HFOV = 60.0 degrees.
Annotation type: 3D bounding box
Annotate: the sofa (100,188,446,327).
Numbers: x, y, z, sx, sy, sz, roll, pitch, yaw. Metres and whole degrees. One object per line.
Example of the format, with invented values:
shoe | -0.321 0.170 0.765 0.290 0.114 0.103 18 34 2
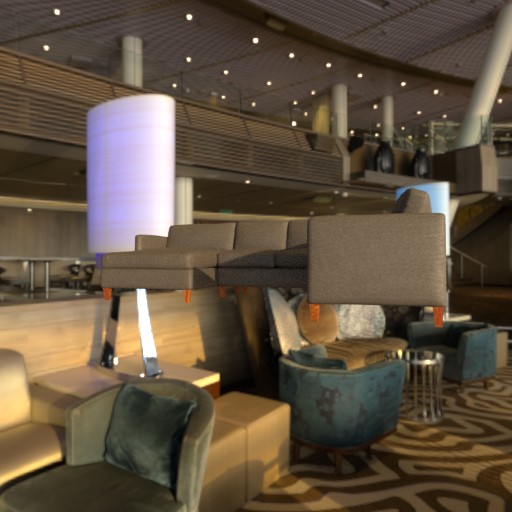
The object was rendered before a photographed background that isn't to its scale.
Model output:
sofa | 0.000 0.000 4.611 3.460 0.961 2.594 0 0 18
